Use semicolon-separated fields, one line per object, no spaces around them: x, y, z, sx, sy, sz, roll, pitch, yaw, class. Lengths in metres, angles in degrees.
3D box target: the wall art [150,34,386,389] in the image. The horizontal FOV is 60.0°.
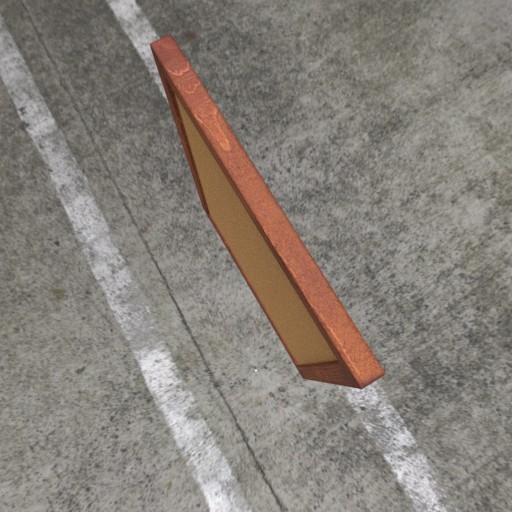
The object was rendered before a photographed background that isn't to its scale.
0.000;0.000;0.755;0.030;0.558;0.462;-29;77;-7;wall art
